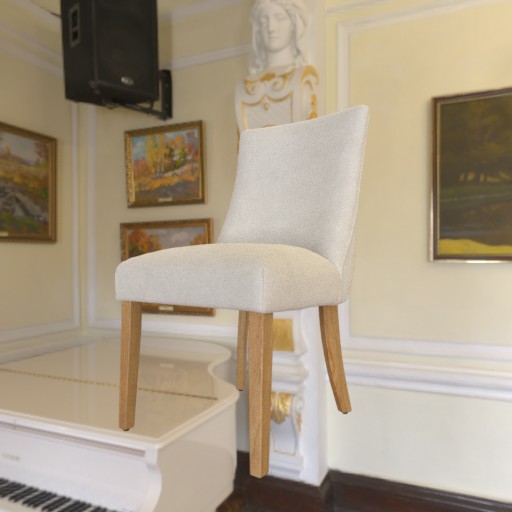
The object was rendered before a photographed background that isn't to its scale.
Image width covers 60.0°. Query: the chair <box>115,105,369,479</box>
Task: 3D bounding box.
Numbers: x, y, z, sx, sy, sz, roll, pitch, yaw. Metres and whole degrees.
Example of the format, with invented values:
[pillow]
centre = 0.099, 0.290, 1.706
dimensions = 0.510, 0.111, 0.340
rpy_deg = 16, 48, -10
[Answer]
[chair]
centre = 0.000, 0.000, 1.247
dimensions = 0.495, 0.902, 0.610
rpy_deg = 0, -1, 36
